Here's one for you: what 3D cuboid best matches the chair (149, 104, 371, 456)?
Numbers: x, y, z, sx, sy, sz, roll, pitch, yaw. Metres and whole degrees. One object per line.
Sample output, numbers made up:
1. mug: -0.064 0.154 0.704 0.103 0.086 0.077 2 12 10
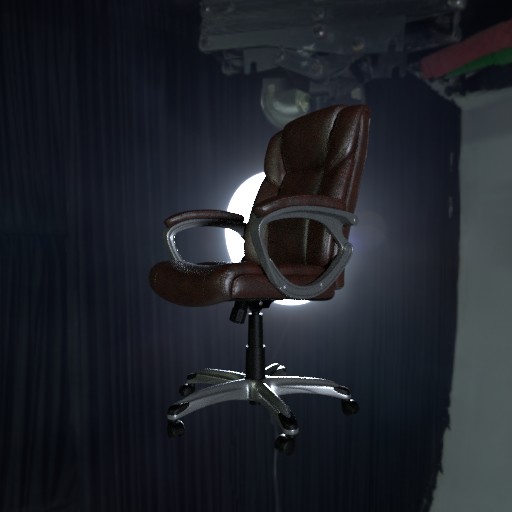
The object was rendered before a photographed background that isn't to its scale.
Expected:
1. chair: 0.000 0.000 1.580 0.692 1.128 0.656 0 0 -36
